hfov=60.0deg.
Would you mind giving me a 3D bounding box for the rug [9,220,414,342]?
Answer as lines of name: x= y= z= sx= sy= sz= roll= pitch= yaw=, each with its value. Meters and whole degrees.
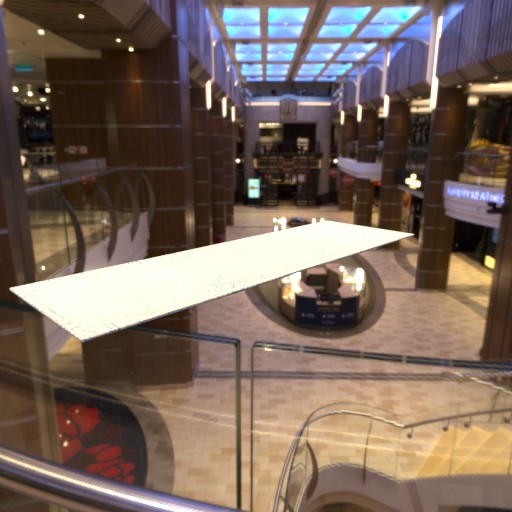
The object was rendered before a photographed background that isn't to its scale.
rug: x=0.000 y=0.000 z=2.616 sx=2.452 sy=0.012 sz=0.775 roll=-14 pitch=21 yaw=-43
